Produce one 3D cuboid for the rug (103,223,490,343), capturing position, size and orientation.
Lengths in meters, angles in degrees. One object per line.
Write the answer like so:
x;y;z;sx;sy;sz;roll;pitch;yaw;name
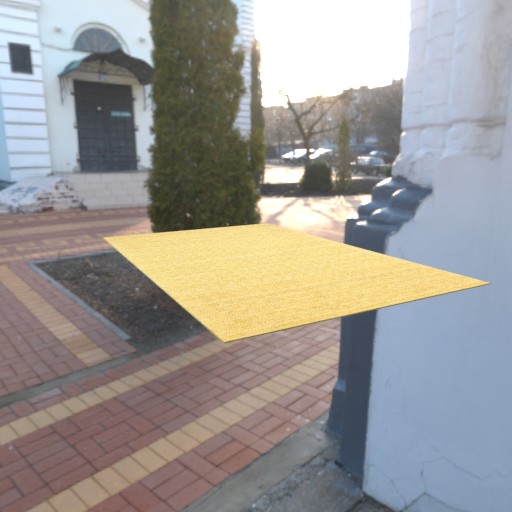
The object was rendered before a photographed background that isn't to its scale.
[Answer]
0.000;0.000;2.920;1.524;0.006;2.286;-7;15;-28;rug
